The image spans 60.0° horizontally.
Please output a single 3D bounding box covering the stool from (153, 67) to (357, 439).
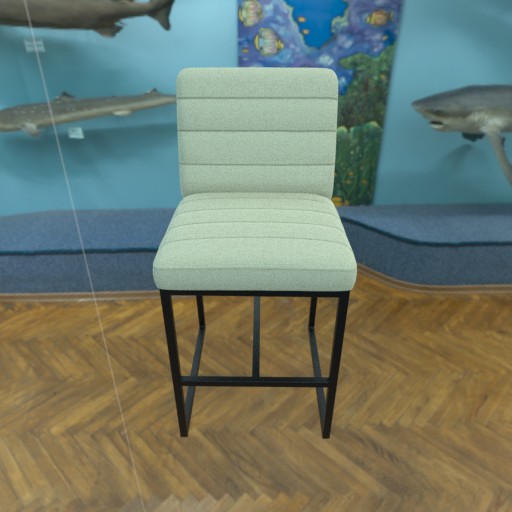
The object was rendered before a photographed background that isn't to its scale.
[{"bbox_3d":[0.000,0.000,1.274,0.460,0.940,0.560,0,31,1],"label":"stool"}]
